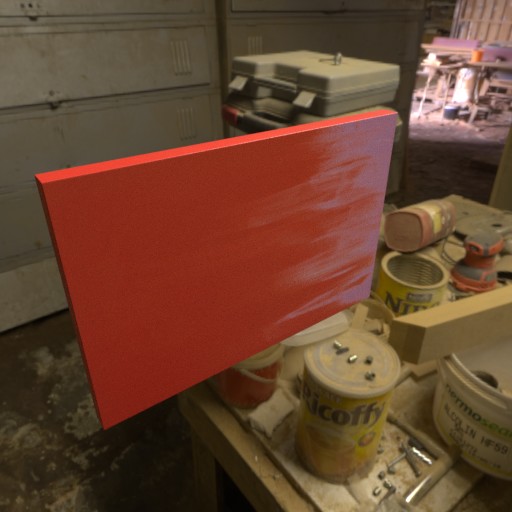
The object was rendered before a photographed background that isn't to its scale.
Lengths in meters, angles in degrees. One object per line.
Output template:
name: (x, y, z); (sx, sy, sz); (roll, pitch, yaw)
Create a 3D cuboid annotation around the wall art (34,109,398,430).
wall art: (0.000, 0.000, 0.753); (0.607, 0.405, 0.033); (-20, 35, -31)
